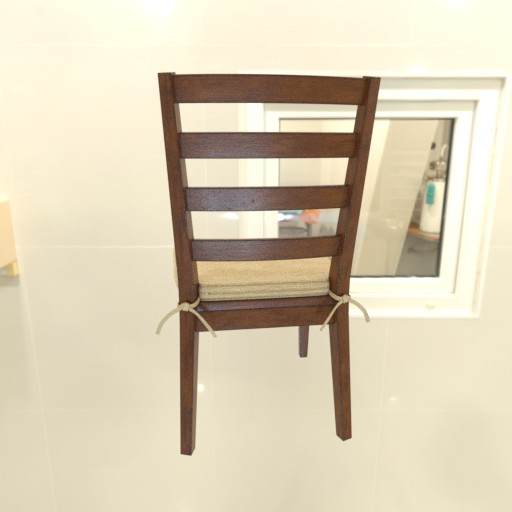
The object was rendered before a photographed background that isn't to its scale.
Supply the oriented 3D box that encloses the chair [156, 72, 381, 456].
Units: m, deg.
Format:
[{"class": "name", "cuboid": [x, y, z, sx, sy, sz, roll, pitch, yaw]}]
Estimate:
[{"class": "chair", "cuboid": [0.000, 0.000, 1.366, 0.593, 0.979, 0.595, -2, 15, -8]}]
